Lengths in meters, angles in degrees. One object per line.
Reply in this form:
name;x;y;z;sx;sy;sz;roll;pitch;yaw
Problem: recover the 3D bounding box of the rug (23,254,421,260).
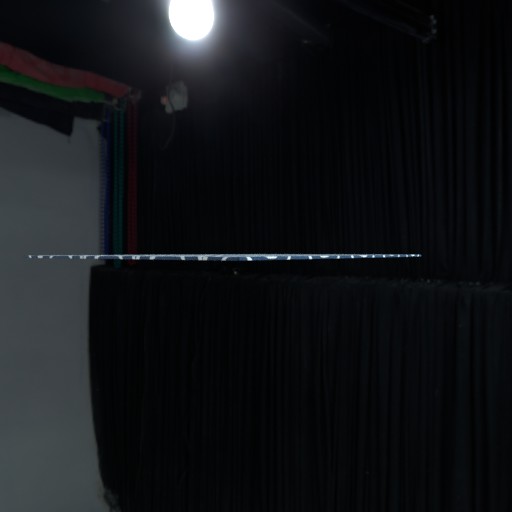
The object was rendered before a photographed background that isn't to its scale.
rug;0.000;0.000;2.228;1.143;0.010;1.753;0;1;36
